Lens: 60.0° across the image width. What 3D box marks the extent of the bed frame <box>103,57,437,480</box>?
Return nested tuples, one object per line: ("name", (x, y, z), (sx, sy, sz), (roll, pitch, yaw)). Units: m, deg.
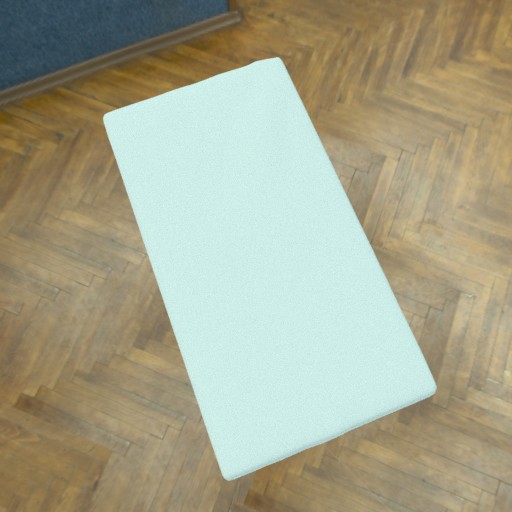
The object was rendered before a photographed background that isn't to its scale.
("bed frame", (0.000, 0.000, 2.383), (1.025, 0.640, 1.908), (-21, 76, -6))
